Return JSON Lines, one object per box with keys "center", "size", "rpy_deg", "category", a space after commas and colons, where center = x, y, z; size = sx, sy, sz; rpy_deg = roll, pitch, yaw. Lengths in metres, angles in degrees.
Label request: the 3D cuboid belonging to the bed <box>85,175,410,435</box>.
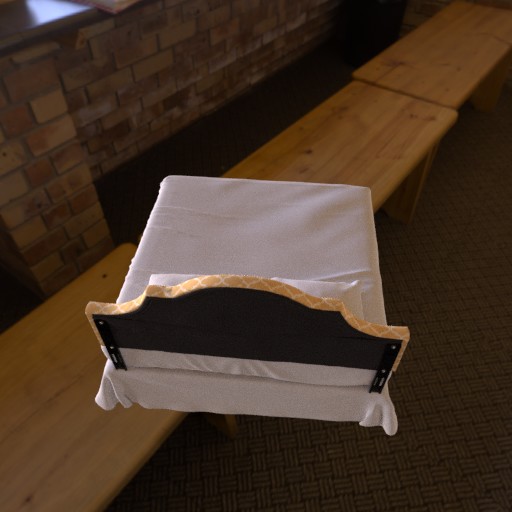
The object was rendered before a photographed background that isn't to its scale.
{"center": [0.000, 0.000, 3.625], "size": [2.314, 1.601, 2.222], "rpy_deg": [4, 47, 4], "category": "bed"}
